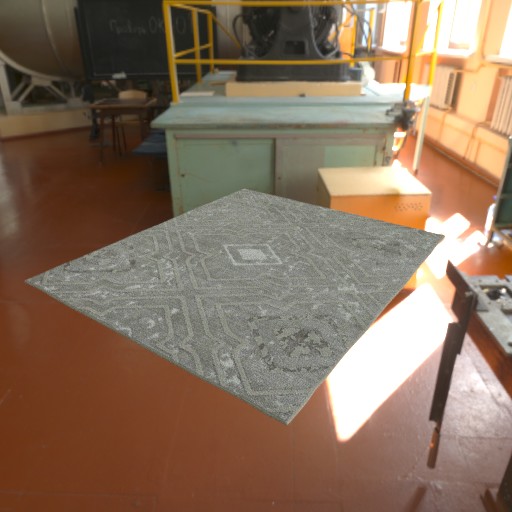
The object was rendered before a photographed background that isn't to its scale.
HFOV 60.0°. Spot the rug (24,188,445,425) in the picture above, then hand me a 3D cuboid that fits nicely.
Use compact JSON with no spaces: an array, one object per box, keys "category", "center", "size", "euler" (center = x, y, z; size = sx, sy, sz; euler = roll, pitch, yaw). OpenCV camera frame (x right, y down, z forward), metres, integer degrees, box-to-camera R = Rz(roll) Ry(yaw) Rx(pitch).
[{"category":"rug","center":[0.000,0.000,0.866],"size":[0.548,0.006,0.639],"euler":[18,32,32]}]
